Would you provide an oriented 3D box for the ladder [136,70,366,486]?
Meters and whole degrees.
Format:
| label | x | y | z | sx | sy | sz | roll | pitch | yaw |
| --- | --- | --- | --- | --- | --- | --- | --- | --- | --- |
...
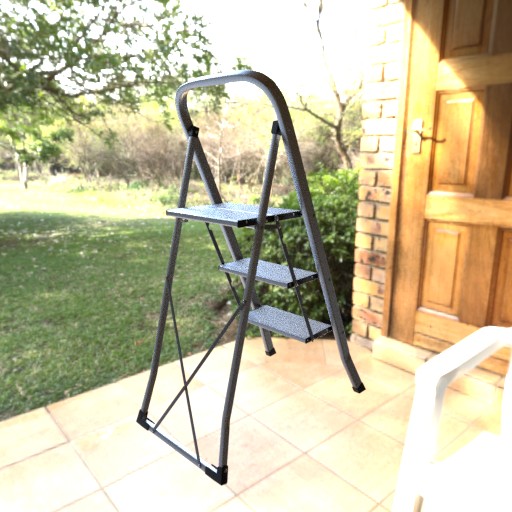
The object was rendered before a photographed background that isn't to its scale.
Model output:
| label | x | y | z | sx | sy | sz | roll | pitch | yaw |
| --- | --- | --- | --- | --- | --- | --- | --- | --- | --- |
| ladder | 0.000 | 0.000 | 1.432 | 0.465 | 1.070 | 0.704 | 12 | 18 | 42 |
